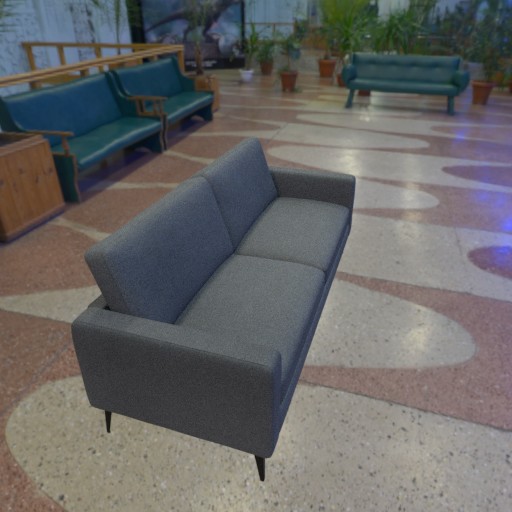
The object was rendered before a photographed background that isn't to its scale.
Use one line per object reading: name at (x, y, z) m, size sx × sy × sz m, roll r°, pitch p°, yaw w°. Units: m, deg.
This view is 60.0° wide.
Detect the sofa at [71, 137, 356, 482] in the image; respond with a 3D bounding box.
sofa at (0.000, 0.000, 2.334) m, size 0.774 × 0.828 × 1.925 m, roll 9°, pitch 31°, yaw 16°
